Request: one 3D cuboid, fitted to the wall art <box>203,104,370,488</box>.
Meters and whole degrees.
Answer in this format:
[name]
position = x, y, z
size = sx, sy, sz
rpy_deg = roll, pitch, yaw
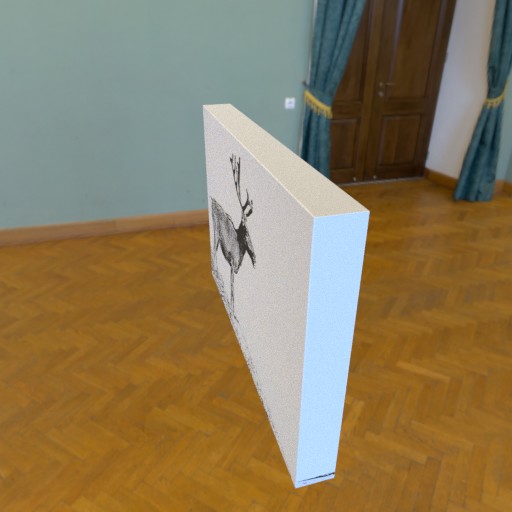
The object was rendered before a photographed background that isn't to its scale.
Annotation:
[wall art]
position = 0.000, 0.000, 0.492
size = 0.038, 0.259, 0.381
rpy_deg = -8, 30, -14
